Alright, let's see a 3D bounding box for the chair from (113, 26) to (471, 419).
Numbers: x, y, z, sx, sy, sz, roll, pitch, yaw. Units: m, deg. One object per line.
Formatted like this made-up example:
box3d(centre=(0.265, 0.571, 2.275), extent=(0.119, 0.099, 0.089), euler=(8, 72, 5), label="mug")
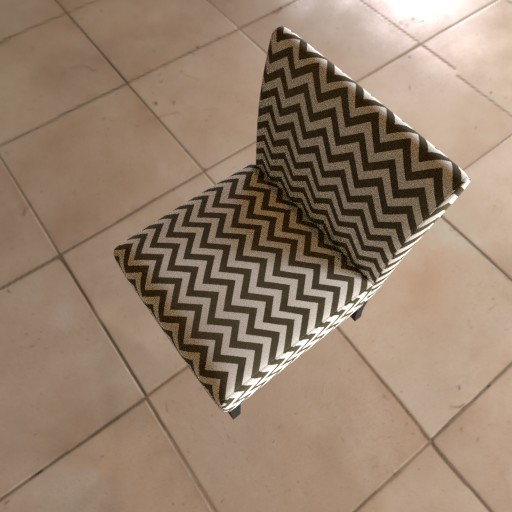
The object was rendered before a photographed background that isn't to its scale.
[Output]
box3d(centre=(0.000, 0.000, 1.254), extent=(0.648, 0.838, 0.589), euler=(-35, 68, -16), label="chair")
